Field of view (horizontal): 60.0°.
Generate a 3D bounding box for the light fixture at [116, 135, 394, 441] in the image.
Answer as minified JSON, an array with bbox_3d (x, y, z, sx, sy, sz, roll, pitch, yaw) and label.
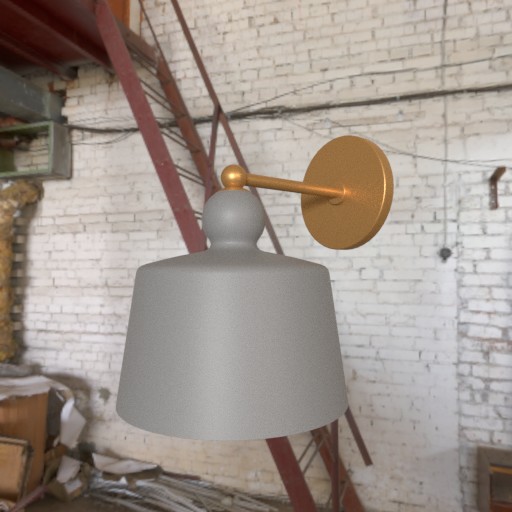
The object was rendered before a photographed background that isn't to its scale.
[{"bbox_3d":[0.000,0.000,0.420,0.254,0.268,0.204,1,-2,-36],"label":"light fixture"}]
